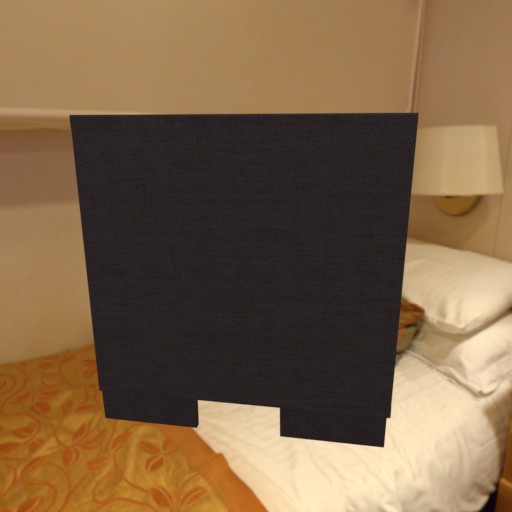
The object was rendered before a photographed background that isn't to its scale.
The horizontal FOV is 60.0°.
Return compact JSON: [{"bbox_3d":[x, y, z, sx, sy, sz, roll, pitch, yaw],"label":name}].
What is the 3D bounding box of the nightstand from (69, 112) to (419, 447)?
[{"bbox_3d":[0.000,0.000,0.754,0.427,0.448,0.347,2,16,9],"label":"nightstand"}]
